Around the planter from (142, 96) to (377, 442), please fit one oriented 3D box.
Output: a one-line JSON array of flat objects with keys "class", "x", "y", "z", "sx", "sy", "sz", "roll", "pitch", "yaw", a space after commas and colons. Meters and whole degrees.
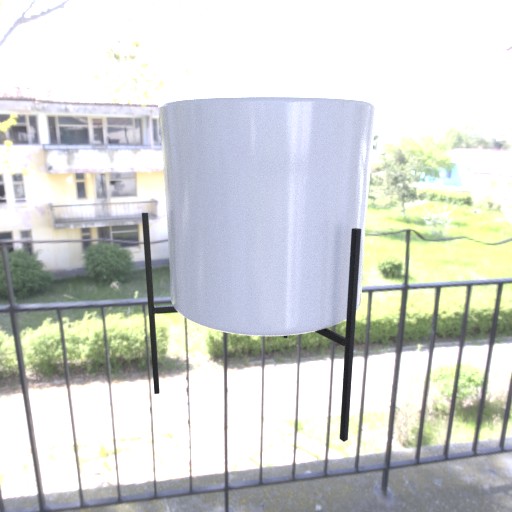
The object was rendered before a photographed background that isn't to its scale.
[{"class": "planter", "x": 0.000, "y": 0.000, "z": 0.742, "sx": 0.361, "sy": 0.480, "sz": 0.360, "roll": -3, "pitch": 16, "yaw": -10}]
